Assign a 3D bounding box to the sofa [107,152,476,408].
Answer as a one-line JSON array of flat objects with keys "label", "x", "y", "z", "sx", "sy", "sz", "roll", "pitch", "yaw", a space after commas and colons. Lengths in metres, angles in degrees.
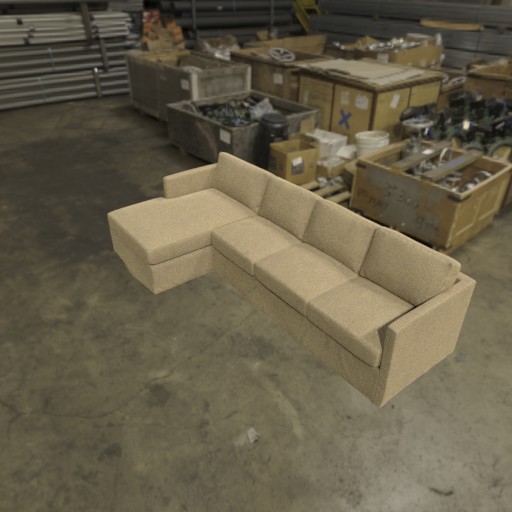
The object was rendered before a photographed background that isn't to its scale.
[{"label": "sofa", "x": 0.000, "y": 0.000, "z": 4.021, "sx": 1.638, "sy": 0.920, "sz": 3.198, "roll": -22, "pitch": 38, "yaw": -31}]
